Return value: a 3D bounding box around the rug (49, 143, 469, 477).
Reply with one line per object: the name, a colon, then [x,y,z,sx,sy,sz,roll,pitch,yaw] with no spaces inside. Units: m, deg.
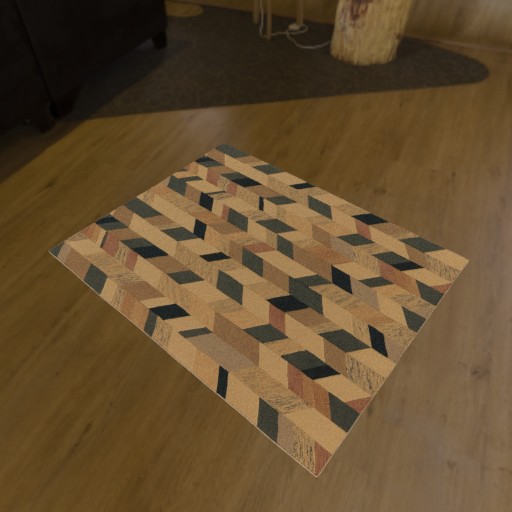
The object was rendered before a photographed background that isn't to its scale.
rug: [0.000,0.000,4.113,3.072,0.011,2.451,31,54,26]
